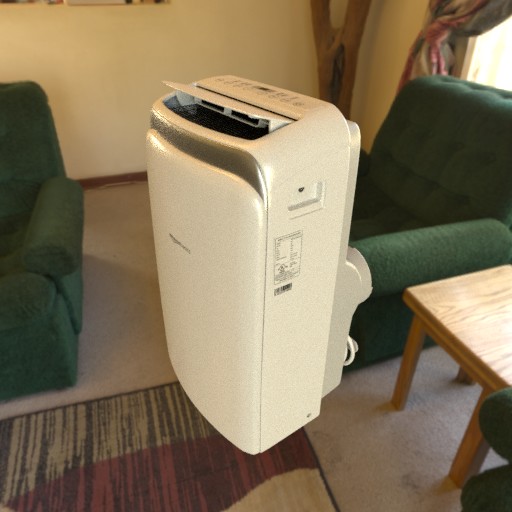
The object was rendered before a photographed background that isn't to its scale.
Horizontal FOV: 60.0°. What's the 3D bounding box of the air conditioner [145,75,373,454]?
[{"bbox_3d":[0.000,0.000,1.063,0.414,0.786,0.449,-21,38,-29],"label":"air conditioner"}]
